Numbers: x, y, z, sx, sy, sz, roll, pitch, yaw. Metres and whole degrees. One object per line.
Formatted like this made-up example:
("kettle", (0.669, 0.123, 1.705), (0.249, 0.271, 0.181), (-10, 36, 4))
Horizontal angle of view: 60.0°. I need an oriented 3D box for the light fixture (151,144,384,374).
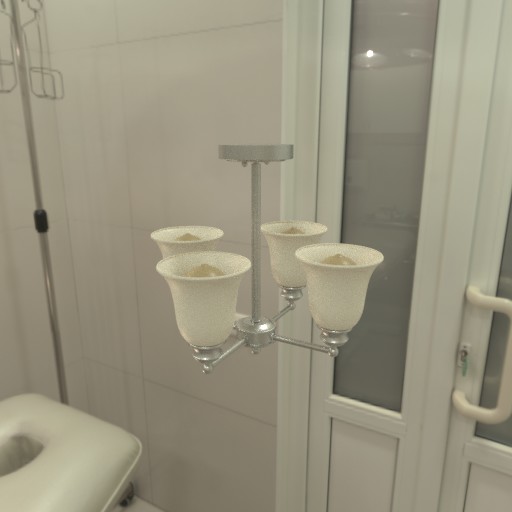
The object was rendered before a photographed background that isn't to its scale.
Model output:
("light fixture", (0.000, 0.000, 0.758), (0.427, 0.370, 0.427), (9, 18, 29))
